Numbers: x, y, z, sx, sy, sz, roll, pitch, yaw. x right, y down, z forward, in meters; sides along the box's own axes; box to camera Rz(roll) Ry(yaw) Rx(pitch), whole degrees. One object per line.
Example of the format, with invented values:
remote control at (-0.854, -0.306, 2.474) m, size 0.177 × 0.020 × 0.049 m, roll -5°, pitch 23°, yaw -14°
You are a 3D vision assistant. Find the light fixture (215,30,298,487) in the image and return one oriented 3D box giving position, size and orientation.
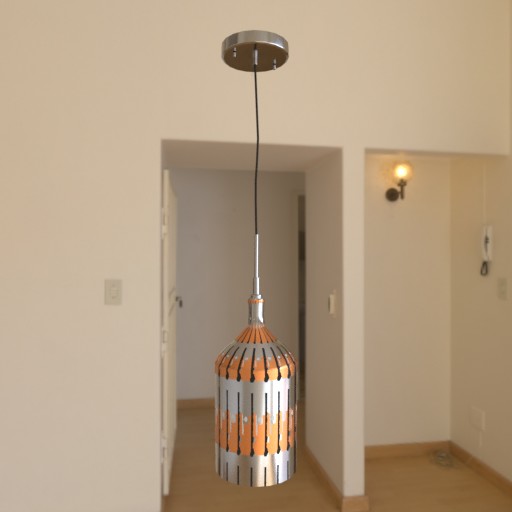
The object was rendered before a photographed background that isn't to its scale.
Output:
light fixture at (0.000, 0.000, 1.625) m, size 0.303 × 1.535 × 0.303 m, roll 0°, pitch 0°, yaw 0°
